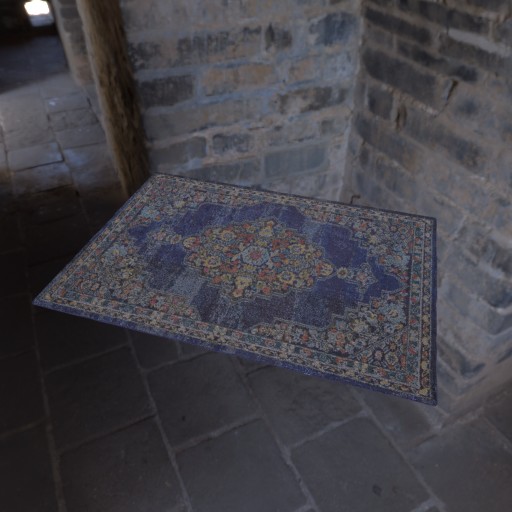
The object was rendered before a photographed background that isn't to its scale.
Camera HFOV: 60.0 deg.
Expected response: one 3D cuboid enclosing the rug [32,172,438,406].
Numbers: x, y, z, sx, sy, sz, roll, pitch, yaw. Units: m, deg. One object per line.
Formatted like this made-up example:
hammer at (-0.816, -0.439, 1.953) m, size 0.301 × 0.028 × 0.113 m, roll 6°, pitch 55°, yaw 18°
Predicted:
rug at (0.000, 0.000, 3.760) m, size 2.940 × 0.011 × 2.053 m, roll 11°, pitch 42°, yaw 13°
